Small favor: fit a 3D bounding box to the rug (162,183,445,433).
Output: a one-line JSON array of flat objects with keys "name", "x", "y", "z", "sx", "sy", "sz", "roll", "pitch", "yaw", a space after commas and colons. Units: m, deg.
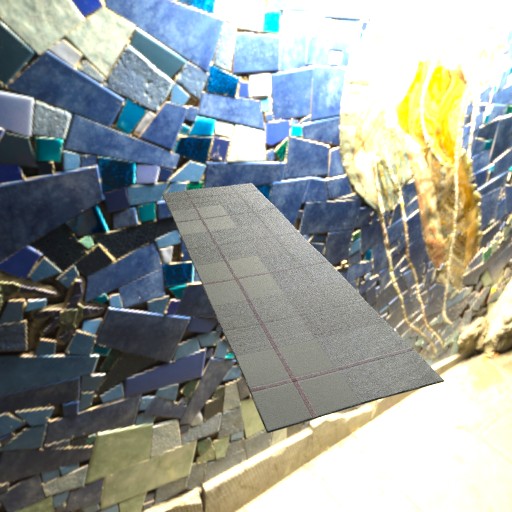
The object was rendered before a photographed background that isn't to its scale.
[{"name": "rug", "x": 0.000, "y": 0.000, "z": 2.678, "sx": 0.762, "sy": 0.013, "sz": 2.439, "roll": -10, "pitch": 31, "yaw": -17}]
